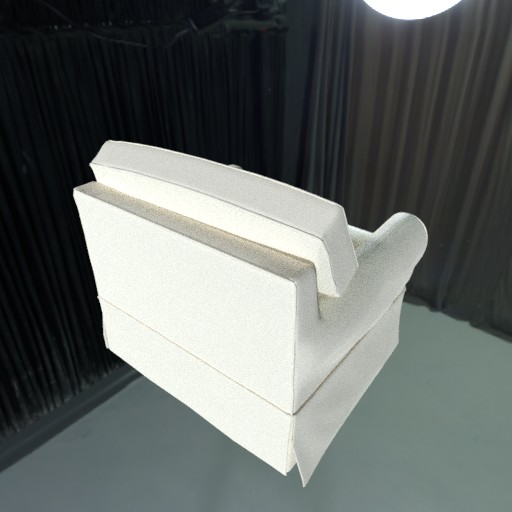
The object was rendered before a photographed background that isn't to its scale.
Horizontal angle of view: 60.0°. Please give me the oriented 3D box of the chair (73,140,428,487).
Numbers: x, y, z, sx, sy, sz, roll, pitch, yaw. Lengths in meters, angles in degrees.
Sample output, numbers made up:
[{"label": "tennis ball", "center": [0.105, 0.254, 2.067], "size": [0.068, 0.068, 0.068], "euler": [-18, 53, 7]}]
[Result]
[{"label": "chair", "center": [0.000, 0.000, 1.789], "size": [1.099, 0.958, 0.904], "euler": [22, 38, 32]}]
